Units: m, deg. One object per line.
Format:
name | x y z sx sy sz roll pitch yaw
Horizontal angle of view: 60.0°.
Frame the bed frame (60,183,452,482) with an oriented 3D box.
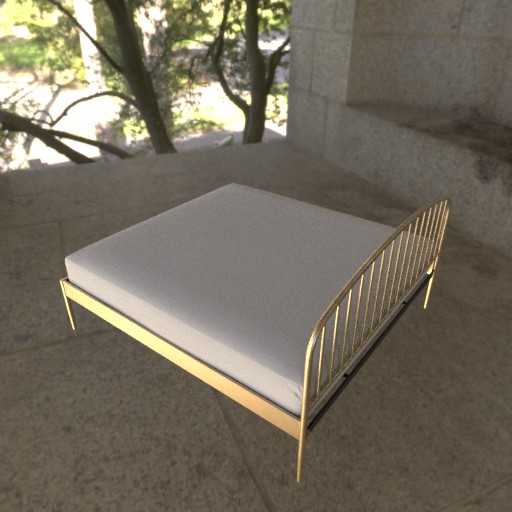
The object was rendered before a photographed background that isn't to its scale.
bed frame | 0.000 0.000 3.362 2.152 1.174 2.016 21 36 32
